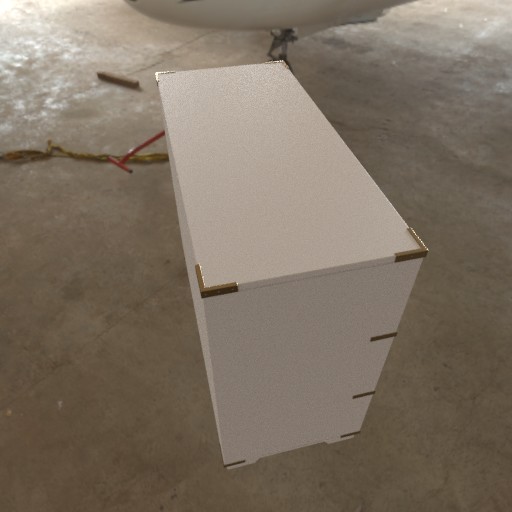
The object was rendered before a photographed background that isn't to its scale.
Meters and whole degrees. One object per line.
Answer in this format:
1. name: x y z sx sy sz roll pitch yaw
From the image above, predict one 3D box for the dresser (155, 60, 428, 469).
1. dresser: 0.000 0.000 1.511 0.460 0.891 1.022 -10 45 -10
